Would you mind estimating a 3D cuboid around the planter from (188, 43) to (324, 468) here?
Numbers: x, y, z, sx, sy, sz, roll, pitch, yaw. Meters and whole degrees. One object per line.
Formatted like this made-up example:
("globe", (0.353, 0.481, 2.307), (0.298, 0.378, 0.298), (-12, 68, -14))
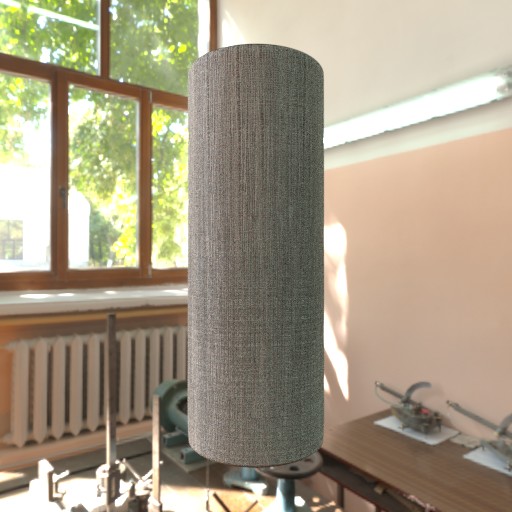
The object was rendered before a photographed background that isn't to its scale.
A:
("planter", (0.000, 0.000, 0.329), (0.100, 0.270, 0.100), (0, 0, -1))
